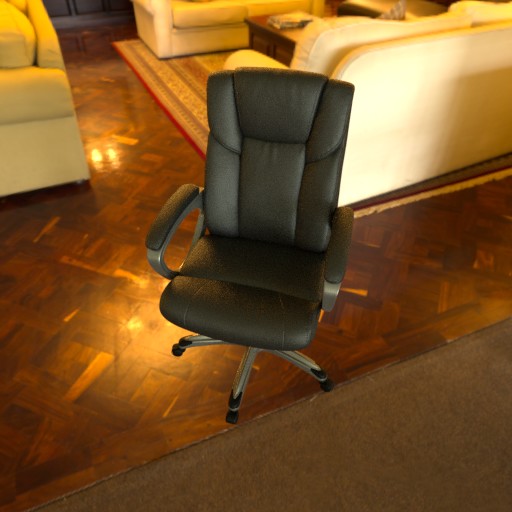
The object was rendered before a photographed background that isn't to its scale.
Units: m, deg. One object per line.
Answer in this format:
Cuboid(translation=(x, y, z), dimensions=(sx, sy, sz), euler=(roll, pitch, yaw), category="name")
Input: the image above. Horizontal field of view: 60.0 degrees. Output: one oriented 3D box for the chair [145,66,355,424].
Cuboid(translation=(0.000, 0.000, 1.608), dimensions=(0.721, 1.130, 0.719), euler=(11, 41, 13), category="chair")
